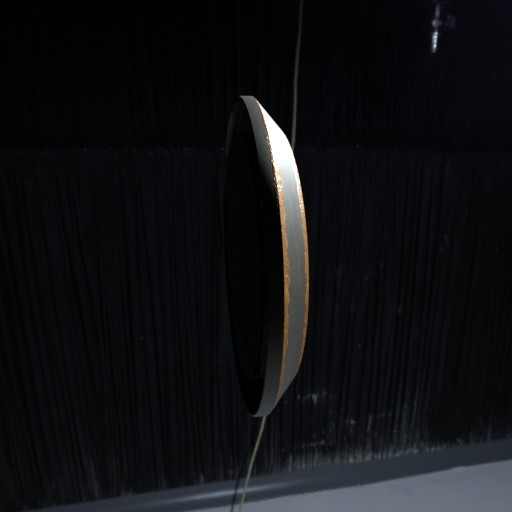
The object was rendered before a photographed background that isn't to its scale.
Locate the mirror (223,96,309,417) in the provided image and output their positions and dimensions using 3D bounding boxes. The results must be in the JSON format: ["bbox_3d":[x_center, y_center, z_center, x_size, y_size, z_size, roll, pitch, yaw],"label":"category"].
[{"bbox_3d":[0.000,0.000,1.337,0.111,0.907,0.907,-3,17,-9],"label":"mirror"}]
